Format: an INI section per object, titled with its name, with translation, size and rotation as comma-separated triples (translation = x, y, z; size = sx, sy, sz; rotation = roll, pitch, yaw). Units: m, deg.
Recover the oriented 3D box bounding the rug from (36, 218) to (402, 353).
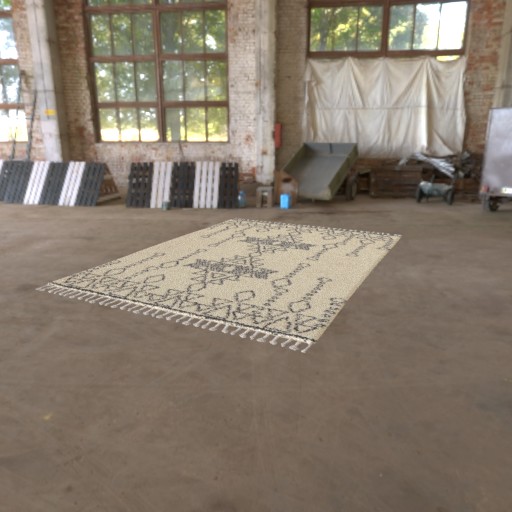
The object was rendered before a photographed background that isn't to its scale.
[rug]
translation = 0.000, 0.000, 4.064
size = 2.125, 0.028, 3.027
rotation = 8, 18, 26
